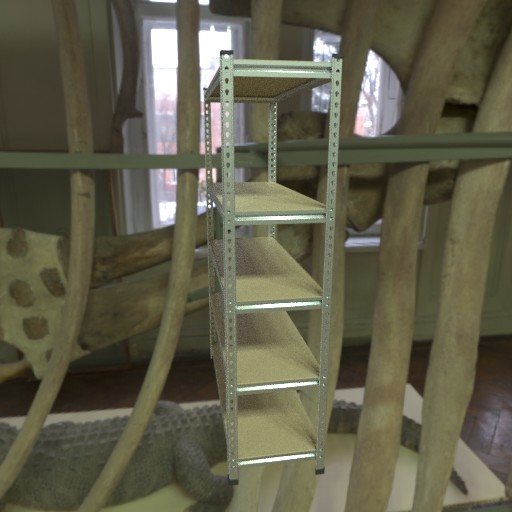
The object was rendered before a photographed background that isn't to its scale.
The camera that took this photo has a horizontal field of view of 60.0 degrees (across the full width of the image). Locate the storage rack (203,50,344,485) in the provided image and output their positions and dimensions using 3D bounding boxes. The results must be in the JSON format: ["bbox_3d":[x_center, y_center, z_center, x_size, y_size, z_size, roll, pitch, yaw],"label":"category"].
[{"bbox_3d":[0.000,0.000,2.402,0.457,1.829,1.219,-2,15,-9],"label":"storage rack"}]
